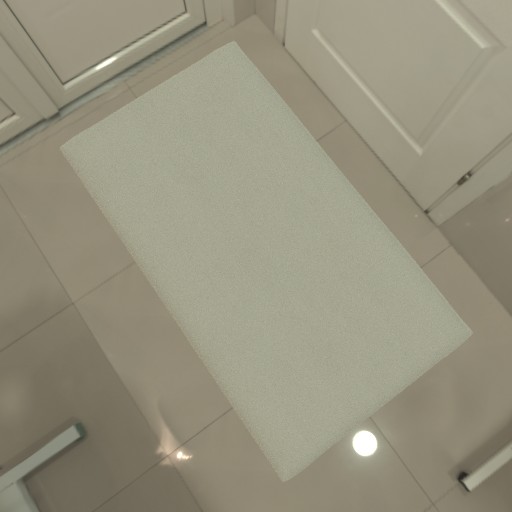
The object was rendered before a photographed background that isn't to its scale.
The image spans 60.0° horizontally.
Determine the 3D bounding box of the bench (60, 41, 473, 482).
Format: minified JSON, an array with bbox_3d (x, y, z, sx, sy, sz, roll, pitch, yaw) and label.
[{"bbox_3d":[0.000,0.000,1.169,0.500,0.449,0.887,-35,79,-8],"label":"bench"}]
